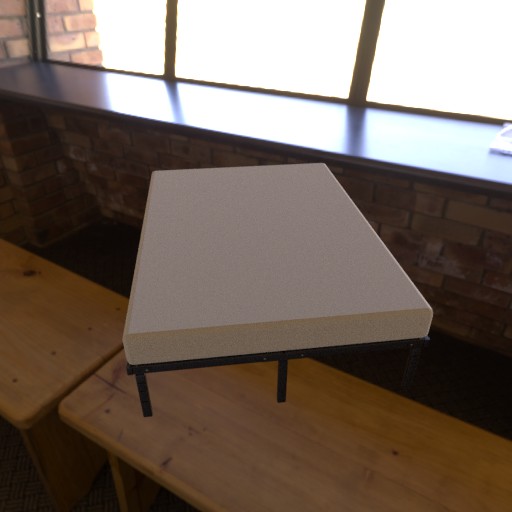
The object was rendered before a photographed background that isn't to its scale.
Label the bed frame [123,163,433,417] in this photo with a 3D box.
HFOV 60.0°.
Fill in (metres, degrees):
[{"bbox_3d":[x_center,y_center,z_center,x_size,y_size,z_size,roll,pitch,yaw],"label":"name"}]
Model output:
[{"bbox_3d":[0.000,0.000,3.878,2.205,0.680,2.842,0,32,0],"label":"bed frame"}]
